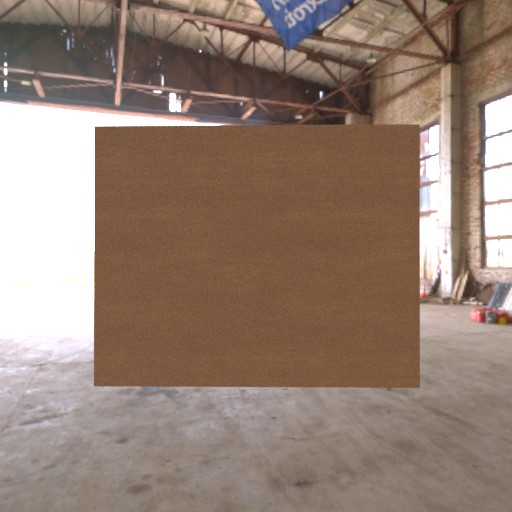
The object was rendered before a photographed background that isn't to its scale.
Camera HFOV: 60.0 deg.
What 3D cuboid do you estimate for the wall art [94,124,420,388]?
[{"bbox_3d":[0.000,0.000,0.695,0.508,0.408,0.010,0,0,1],"label":"wall art"}]
